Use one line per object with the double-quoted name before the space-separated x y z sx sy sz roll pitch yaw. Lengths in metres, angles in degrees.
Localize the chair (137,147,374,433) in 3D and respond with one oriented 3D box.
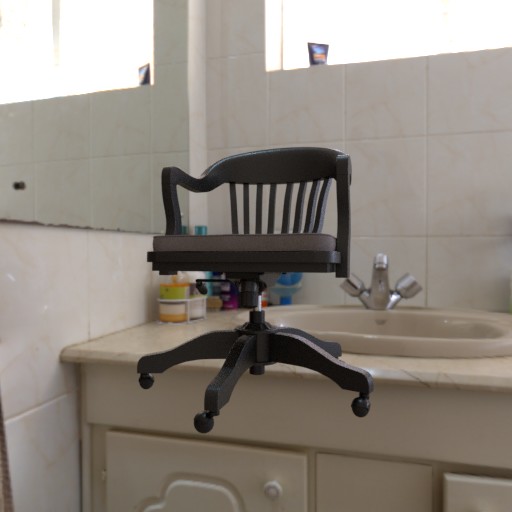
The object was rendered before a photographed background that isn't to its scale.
"chair" 0.000 0.000 1.446 0.750 0.878 0.788 0 0 17
